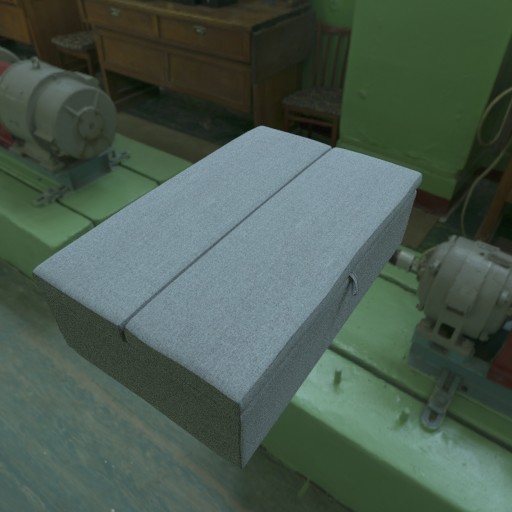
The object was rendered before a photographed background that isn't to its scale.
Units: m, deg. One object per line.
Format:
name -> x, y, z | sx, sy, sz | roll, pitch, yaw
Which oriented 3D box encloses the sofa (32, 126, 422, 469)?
sofa -> 0.000, 0.000, 1.665 | 0.817, 0.434, 1.250 | 25, 47, 25
